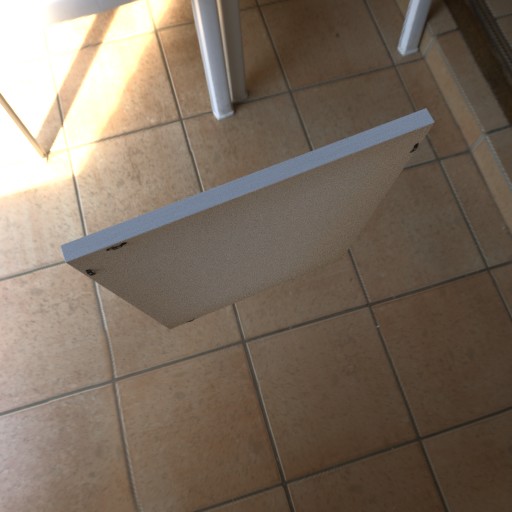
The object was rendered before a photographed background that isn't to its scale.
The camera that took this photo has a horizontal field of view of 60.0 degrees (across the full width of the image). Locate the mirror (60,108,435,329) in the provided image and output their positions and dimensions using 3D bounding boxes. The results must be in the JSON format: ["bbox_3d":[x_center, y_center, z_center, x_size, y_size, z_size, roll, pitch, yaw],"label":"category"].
[{"bbox_3d":[0.000,0.000,1.337,0.762,1.016,0.040,-22,75,-6],"label":"mirror"}]
